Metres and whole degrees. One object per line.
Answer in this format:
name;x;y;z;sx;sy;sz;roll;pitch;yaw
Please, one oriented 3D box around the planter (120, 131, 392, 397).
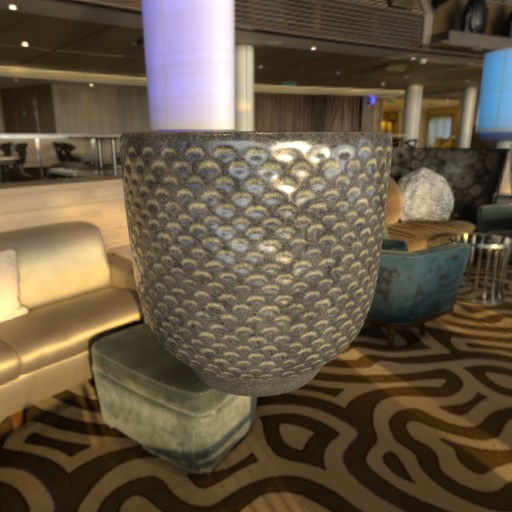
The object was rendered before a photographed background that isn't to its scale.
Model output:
planter;0.000;0.000;0.355;0.197;0.191;0.197;0;15;0
